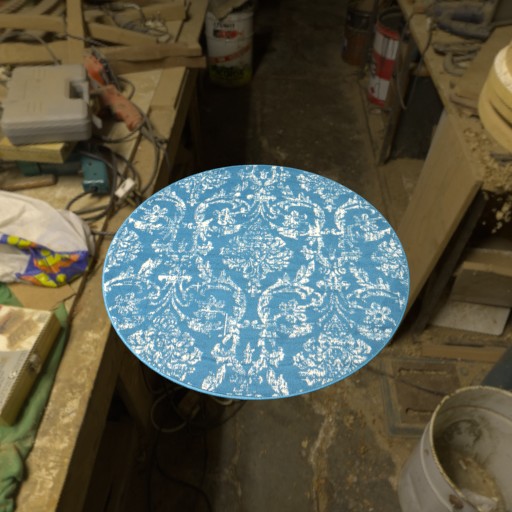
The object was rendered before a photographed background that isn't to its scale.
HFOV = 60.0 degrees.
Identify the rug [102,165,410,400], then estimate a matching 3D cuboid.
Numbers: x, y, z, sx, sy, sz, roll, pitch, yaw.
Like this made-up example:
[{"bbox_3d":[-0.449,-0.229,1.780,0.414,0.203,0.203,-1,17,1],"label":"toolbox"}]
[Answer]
[{"bbox_3d":[0.000,0.000,2.356,1.593,0.012,1.593,0,48,0],"label":"rug"}]
